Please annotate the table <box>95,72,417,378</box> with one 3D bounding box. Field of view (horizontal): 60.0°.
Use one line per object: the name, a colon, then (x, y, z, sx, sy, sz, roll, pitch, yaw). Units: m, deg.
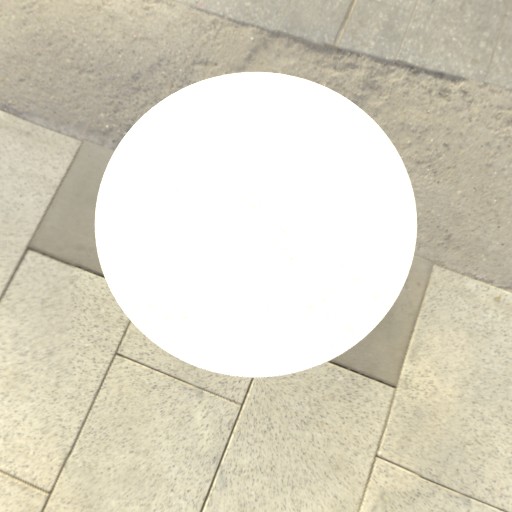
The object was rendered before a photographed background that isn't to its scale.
table: (0.000, 0.000, 0.962, 0.500, 0.564, 0.500, 0, 76, 0)
